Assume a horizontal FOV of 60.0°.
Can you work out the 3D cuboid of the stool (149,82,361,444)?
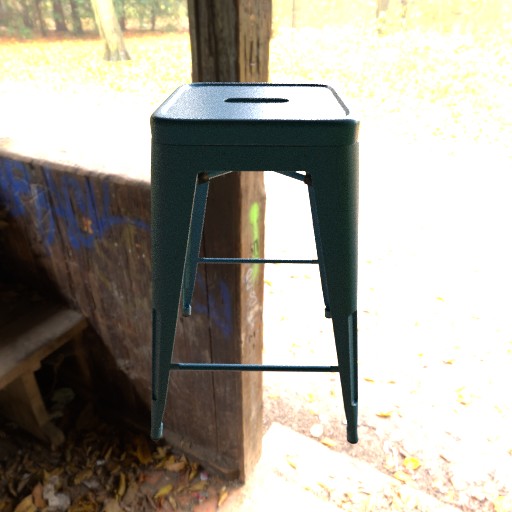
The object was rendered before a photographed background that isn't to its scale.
[{"bbox_3d":[0.000,0.000,0.888,0.410,0.608,0.410,1,30,1],"label":"stool"}]
